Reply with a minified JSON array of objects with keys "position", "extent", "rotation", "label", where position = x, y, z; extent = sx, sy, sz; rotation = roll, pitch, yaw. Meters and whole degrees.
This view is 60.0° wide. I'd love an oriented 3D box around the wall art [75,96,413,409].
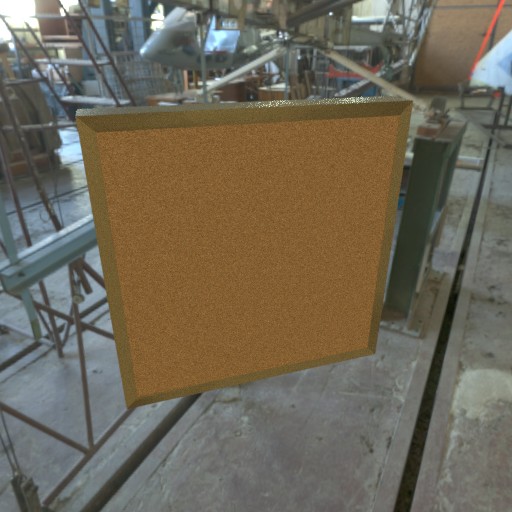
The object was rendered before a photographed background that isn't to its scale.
[{"position":[0.000,0.000,0.467],"extent":[0.304,0.305,0.038],"rotation":[-8,28,-16],"label":"wall art"}]
